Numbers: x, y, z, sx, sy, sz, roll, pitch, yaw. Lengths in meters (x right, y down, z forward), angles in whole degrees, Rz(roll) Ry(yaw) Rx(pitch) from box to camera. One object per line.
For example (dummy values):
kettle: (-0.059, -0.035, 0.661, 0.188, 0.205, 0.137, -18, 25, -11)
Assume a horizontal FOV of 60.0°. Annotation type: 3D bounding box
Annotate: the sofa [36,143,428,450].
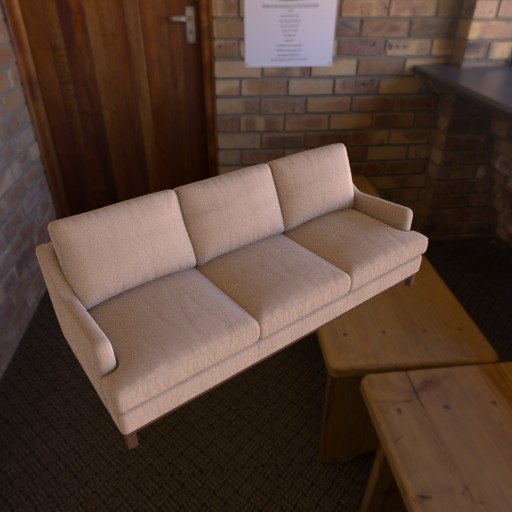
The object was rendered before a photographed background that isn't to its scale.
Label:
sofa: (0.000, 0.000, 2.813, 2.321, 0.913, 1.000, -22, 38, -31)
